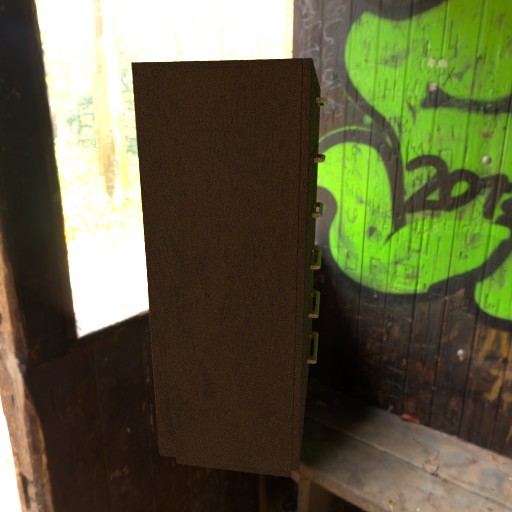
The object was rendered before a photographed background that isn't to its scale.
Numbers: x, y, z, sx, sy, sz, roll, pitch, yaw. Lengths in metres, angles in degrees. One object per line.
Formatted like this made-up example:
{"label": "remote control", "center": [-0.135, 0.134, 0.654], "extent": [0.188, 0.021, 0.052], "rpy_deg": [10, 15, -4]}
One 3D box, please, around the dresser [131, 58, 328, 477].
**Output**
{"label": "dresser", "center": [0.000, 0.000, 1.775], "extent": [0.516, 1.320, 0.964], "rpy_deg": [3, 16, 9]}
